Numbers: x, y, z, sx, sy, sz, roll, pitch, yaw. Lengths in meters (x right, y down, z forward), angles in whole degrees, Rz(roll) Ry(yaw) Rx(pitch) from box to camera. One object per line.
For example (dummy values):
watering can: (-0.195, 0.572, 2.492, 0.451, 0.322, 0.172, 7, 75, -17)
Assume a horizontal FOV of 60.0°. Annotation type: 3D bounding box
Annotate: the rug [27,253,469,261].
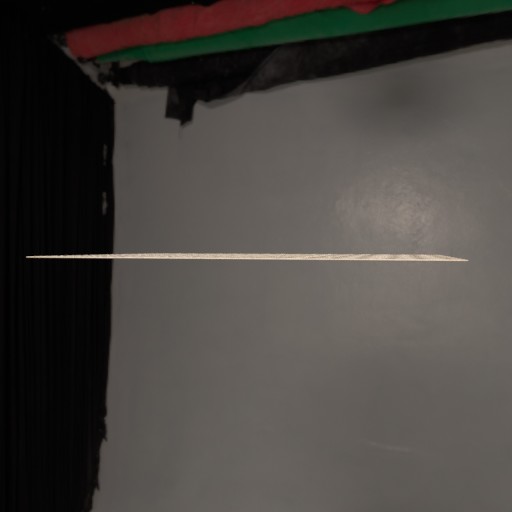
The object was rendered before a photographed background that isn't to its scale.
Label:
rug: (0.000, 0.000, 3.022, 2.438, 0.008, 1.523, 0, 1, 18)
